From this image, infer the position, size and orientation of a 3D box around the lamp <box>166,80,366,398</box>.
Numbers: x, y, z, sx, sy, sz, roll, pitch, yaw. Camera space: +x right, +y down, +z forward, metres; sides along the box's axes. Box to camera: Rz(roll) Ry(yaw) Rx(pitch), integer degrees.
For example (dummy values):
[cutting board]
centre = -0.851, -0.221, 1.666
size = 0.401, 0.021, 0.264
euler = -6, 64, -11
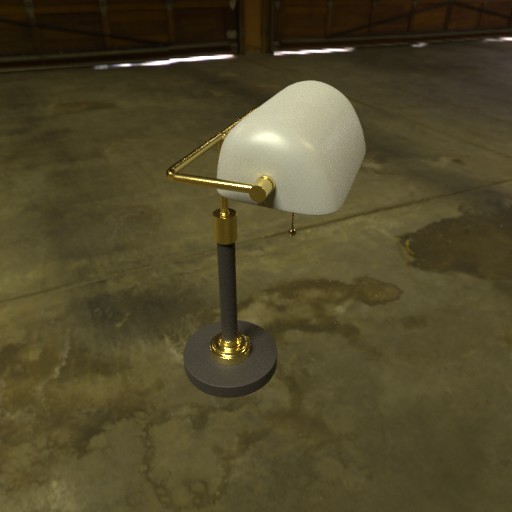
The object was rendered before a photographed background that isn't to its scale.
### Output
[lamp]
centre = 0.000, 0.000, 0.570
size = 0.227, 0.404, 0.269
euler = 11, 34, 16
